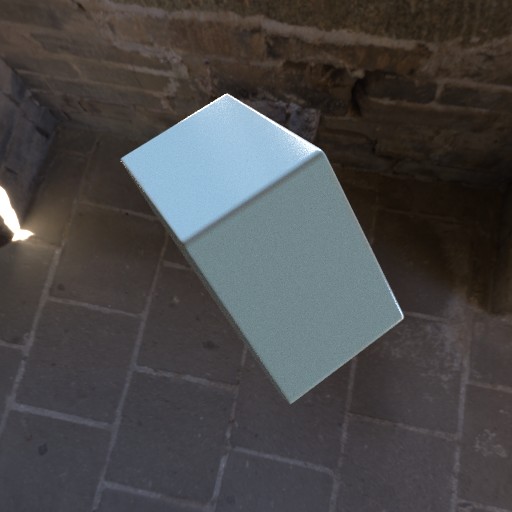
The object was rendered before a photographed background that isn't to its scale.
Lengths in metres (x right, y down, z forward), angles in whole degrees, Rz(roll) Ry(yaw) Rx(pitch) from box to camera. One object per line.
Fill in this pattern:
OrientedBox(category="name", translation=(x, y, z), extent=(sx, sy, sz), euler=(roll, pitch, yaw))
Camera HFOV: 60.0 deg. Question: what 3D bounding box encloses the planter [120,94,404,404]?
OrientedBox(category="planter", translation=(0.000, 0.000, 0.295), extent=(0.078, 0.207, 0.169), euler=(-34, 78, -9))
